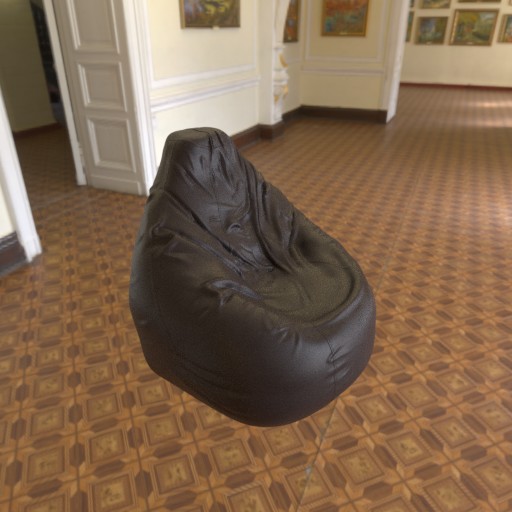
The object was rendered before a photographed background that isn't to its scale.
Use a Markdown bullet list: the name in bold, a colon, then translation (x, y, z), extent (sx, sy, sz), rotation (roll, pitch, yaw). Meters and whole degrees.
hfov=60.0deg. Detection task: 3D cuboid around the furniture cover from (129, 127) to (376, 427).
- **furniture cover**: translation (0.000, 0.000, 1.900), extent (1.070, 0.990, 1.070), rotation (19, 33, 32)
